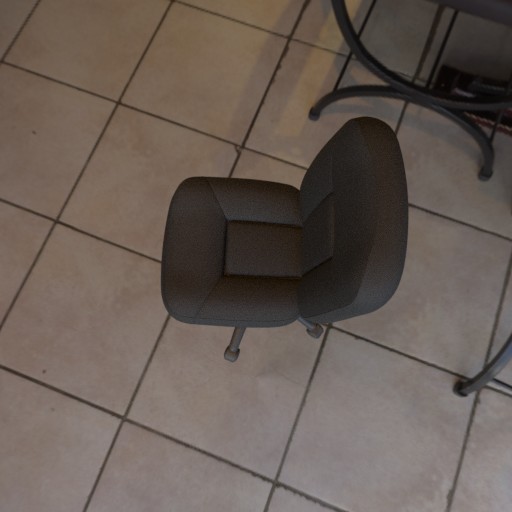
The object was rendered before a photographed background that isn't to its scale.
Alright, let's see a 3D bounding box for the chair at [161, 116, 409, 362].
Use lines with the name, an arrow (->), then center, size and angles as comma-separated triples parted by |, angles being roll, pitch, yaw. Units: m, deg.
chair -> 0.000, 0.000, 1.345 | 0.610, 0.972, 0.610 | 2, 75, 1
